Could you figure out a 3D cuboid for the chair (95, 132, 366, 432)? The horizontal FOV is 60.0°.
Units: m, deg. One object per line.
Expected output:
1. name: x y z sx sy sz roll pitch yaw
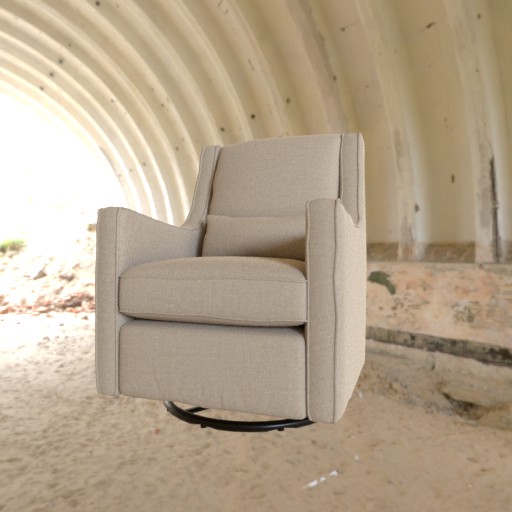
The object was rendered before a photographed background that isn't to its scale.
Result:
1. chair: 0.000 0.000 1.582 0.732 0.993 0.879 0 1 19
